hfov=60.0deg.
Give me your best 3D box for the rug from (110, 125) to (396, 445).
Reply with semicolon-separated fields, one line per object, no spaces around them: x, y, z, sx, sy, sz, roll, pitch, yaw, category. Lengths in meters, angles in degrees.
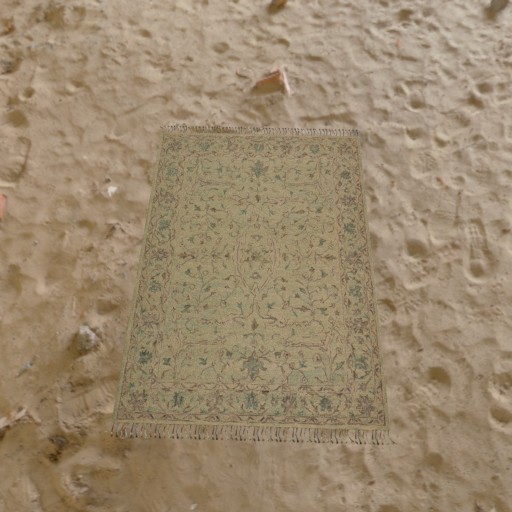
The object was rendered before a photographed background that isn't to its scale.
0.000;0.000;2.325;1.247;0.008;1.802;1;62;1;rug
